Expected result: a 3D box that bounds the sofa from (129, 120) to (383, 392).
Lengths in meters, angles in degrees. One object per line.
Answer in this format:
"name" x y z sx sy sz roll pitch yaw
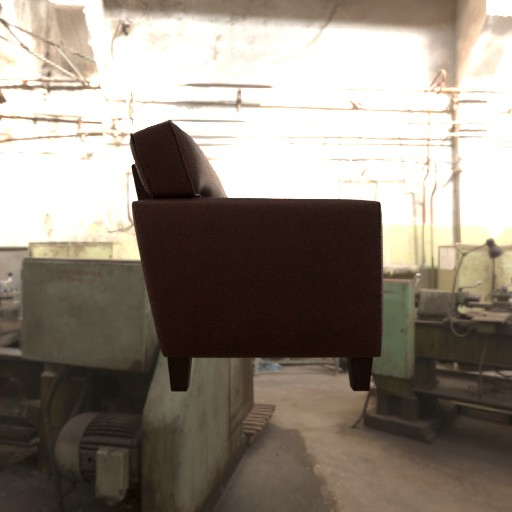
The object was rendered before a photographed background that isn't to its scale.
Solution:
"sofa" 0.000 0.000 2.370 0.912 0.928 1.876 0 0 0
